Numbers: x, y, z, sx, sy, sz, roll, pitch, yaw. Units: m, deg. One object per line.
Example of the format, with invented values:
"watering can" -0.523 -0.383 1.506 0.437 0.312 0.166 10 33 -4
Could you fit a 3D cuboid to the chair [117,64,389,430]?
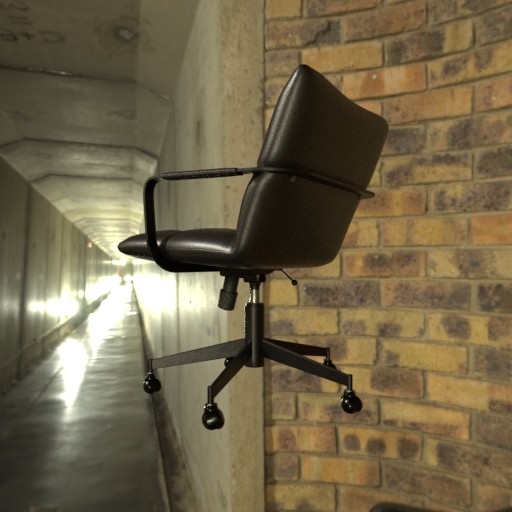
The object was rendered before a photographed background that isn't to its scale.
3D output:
"chair" 0.000 0.000 1.488 0.748 0.922 0.719 -1 -1 37
